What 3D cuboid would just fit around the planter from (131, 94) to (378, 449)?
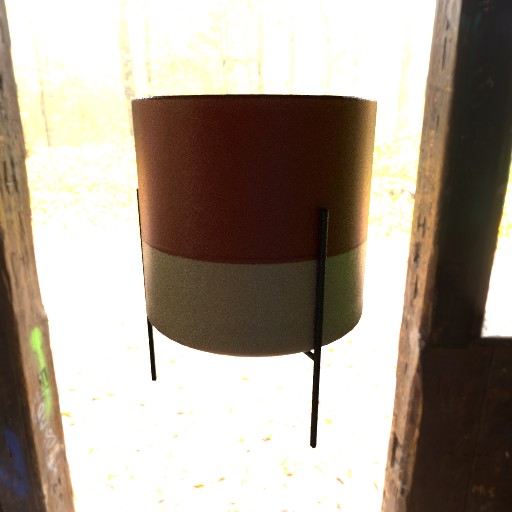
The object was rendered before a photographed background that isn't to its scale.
[{"bbox_3d":[0.000,0.000,0.698,0.345,0.465,0.354,-9,19,-26],"label":"planter"}]
